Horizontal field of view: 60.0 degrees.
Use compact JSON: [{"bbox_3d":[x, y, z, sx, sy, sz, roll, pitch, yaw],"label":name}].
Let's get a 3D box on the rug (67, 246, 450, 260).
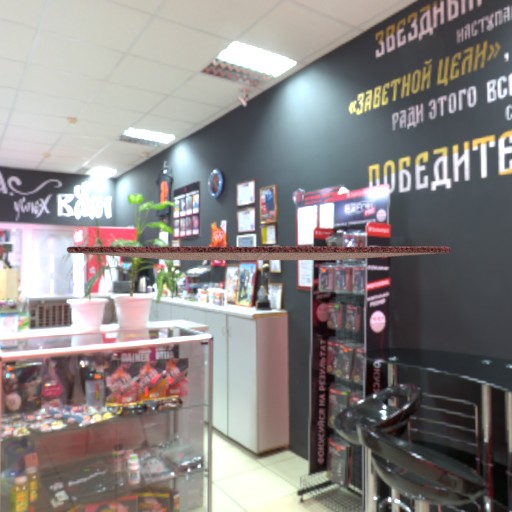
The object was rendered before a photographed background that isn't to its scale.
[{"bbox_3d":[0.000,0.000,3.404,1.778,0.030,2.743,0,-1,-1],"label":"rug"}]
